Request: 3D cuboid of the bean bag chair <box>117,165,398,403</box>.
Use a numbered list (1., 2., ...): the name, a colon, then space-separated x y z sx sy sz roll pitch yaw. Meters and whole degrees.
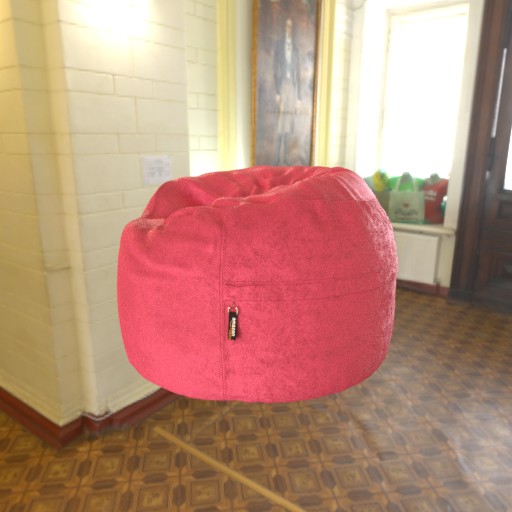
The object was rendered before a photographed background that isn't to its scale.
1. bean bag chair: 0.000 0.000 2.000 1.218 0.788 1.218 0 15 0
